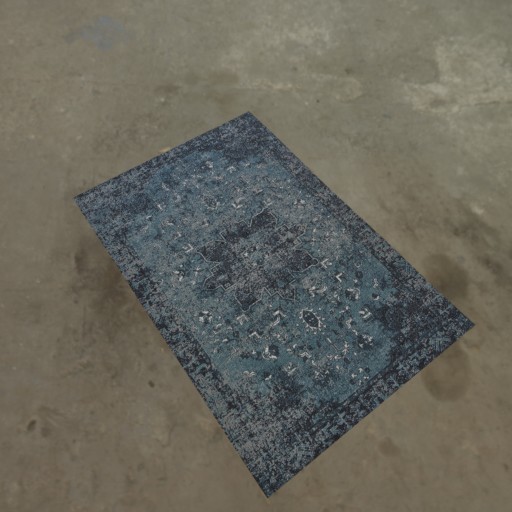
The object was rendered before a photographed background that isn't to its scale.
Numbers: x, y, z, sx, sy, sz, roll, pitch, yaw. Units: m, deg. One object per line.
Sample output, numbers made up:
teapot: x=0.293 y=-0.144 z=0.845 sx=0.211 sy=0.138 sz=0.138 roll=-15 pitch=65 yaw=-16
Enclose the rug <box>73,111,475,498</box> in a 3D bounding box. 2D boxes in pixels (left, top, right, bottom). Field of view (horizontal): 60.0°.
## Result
rug: x=0.000 y=0.000 z=2.283 sx=1.219 sy=0.005 sz=1.828 roll=-32 pitch=64 yaw=-18
